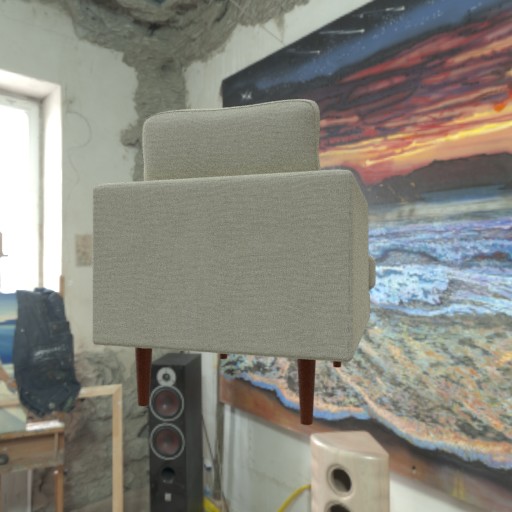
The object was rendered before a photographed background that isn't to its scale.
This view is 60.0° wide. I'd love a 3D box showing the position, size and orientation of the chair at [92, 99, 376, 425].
[{"bbox_3d":[0.000,0.000,1.705,0.858,0.957,0.899,0,0,17],"label":"chair"}]
